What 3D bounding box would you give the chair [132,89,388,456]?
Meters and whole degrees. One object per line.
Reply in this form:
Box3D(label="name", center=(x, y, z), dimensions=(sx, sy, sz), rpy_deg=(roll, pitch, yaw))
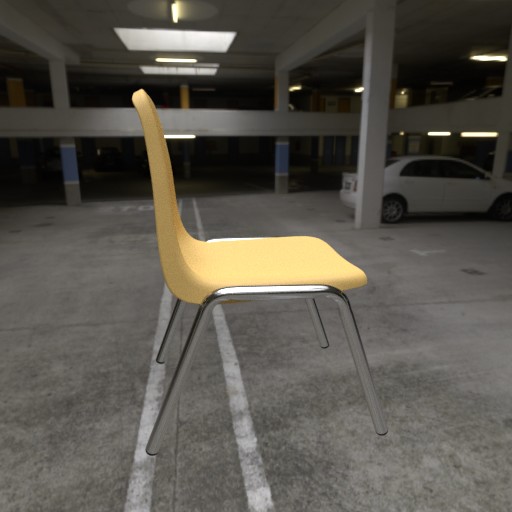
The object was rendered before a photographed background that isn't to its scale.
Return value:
Box3D(label="chair", center=(0.000, 0.000, 0.841), dimensions=(0.423, 0.586, 0.354), rpy_deg=(-2, 16, -9))
